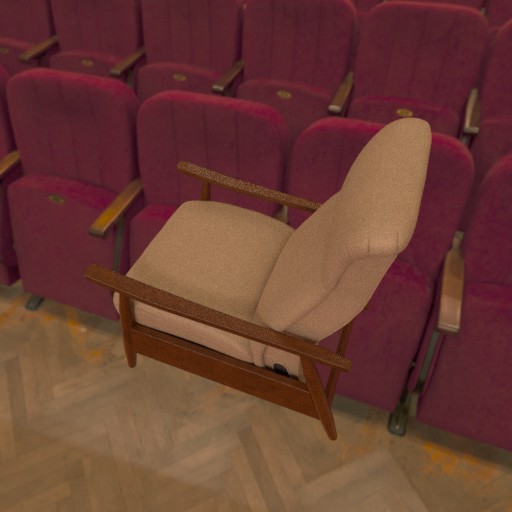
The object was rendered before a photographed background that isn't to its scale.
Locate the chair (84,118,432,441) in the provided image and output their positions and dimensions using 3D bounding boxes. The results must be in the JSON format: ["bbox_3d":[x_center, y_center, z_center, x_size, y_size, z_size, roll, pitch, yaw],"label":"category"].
[{"bbox_3d":[0.000,0.000,1.746,1.030,1.082,0.762,15,48,14],"label":"chair"}]
